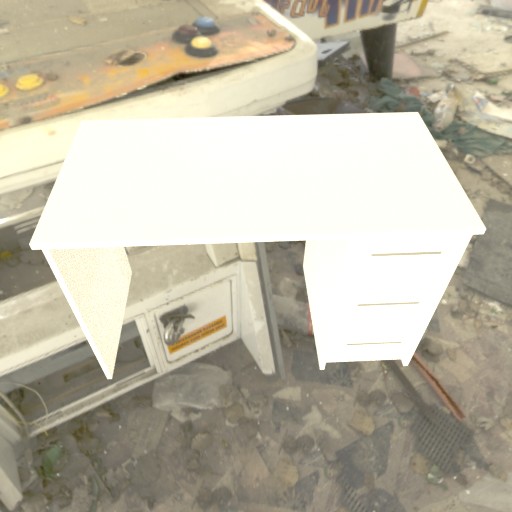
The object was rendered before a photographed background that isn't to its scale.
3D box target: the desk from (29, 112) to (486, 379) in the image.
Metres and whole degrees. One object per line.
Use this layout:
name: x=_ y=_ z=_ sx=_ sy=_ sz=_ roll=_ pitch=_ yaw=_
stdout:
desk: x=0.000 y=0.000 z=1.521 sx=1.097 sy=0.735 sz=0.560 roll=-2 pitch=47 yaw=-2
